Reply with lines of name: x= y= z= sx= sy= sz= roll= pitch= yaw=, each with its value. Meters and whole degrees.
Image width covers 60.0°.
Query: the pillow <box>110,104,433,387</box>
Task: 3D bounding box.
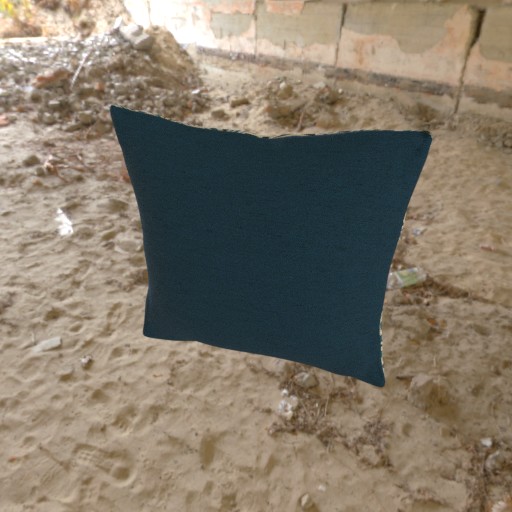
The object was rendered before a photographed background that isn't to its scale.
pillow: x=0.000 y=0.000 z=0.676 sx=0.440 sy=0.420 sz=0.145 roll=9 pitch=31 yaw=15
